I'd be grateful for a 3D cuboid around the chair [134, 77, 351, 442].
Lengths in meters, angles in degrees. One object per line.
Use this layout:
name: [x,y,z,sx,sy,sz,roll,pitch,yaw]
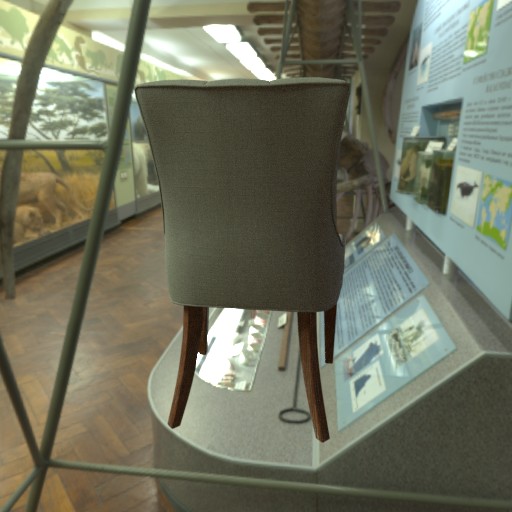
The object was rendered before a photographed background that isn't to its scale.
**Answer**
chair: [0.000,0.000,1.238,0.509,0.874,0.565,2,16,8]
